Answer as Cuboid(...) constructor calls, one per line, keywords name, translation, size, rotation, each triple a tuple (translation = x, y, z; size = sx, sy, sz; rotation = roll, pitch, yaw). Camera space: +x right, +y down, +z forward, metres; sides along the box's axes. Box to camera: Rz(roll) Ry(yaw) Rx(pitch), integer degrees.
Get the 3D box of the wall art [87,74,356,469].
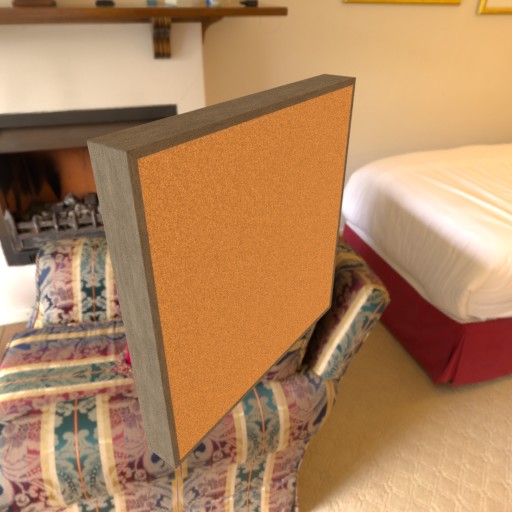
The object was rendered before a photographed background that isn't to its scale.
Cuboid(name="wall art", translation=(0.000, 0.000, 0.446), size=(0.038, 0.302, 0.303), rotation=(21, 37, 30))
